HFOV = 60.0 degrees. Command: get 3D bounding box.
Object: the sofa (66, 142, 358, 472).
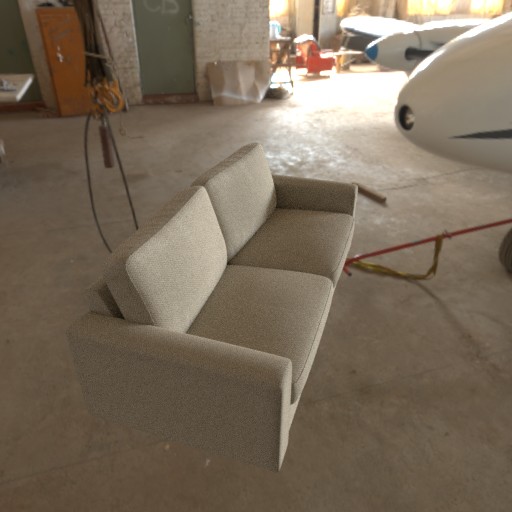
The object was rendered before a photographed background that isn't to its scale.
[{"bbox_3d":[0.000,0.000,2.721,1.016,0.873,2.179,10,32,16],"label":"sofa"}]
